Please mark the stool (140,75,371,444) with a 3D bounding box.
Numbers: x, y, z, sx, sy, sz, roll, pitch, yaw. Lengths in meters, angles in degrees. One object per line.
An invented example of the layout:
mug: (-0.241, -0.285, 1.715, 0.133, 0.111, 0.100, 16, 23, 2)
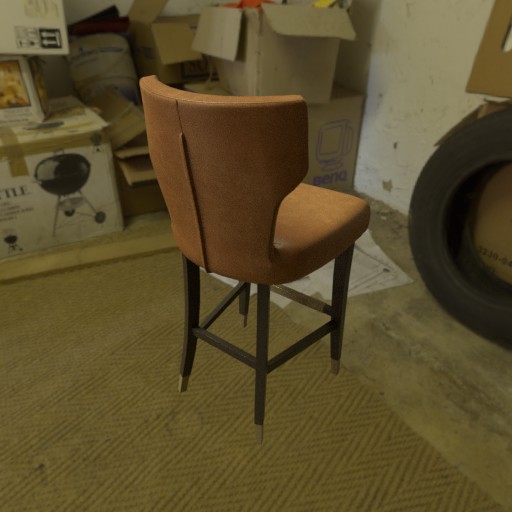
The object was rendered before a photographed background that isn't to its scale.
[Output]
stool: (0.000, 0.000, 1.430, 0.526, 1.092, 0.563, 21, 37, 31)
